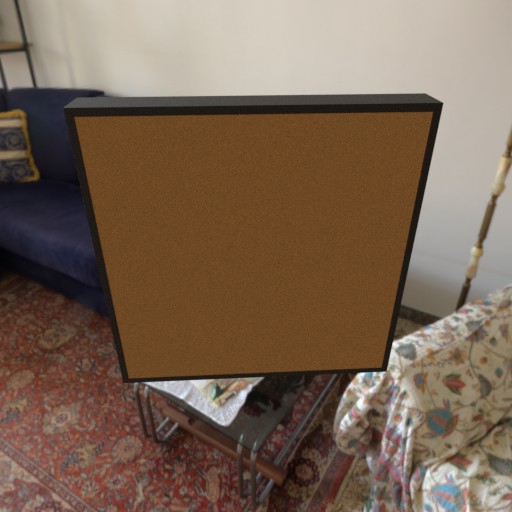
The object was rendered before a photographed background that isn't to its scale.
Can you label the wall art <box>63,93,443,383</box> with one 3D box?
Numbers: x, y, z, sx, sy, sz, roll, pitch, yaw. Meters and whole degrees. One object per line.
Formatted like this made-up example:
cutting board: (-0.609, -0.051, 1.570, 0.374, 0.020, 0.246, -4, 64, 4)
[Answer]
wall art: (0.000, 0.000, 0.449, 0.304, 0.304, 0.038, -2, 31, -3)
